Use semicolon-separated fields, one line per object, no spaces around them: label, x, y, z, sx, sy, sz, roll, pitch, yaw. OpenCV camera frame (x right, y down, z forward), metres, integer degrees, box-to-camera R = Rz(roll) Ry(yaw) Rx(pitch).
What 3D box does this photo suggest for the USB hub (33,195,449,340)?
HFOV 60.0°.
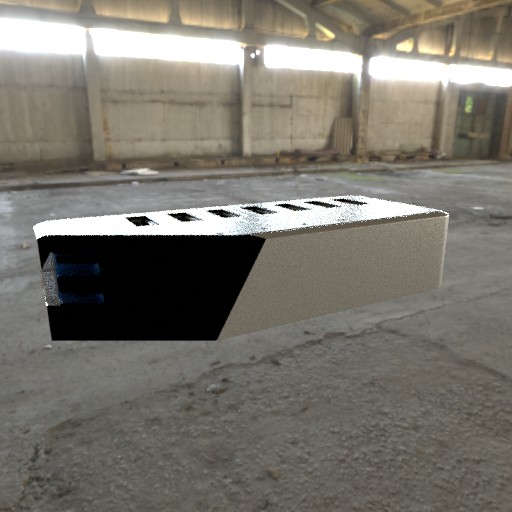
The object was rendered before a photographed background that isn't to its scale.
USB hub;0.000;0.000;0.126;0.110;0.023;0.044;-8;18;-28
